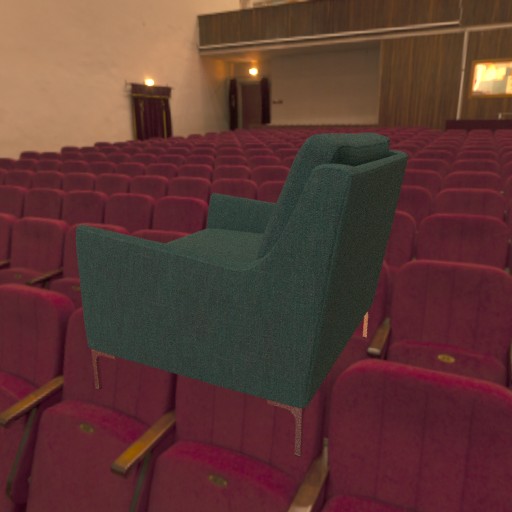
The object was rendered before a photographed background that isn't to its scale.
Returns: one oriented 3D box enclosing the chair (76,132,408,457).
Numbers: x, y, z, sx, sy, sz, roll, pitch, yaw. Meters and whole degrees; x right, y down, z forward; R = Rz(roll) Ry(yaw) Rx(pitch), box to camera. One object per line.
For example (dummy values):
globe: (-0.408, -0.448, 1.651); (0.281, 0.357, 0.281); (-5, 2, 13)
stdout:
chair: (0.000, 0.000, 1.543); (0.849, 0.828, 0.847); (8, 18, 25)
